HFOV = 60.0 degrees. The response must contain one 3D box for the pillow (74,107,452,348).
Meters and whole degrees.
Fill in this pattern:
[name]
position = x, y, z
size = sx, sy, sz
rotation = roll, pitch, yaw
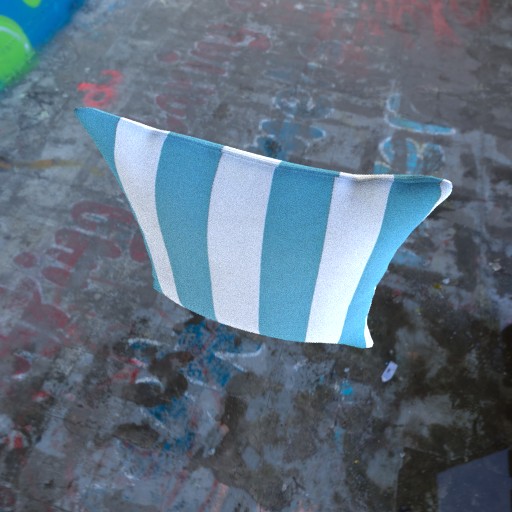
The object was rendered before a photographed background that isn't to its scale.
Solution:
[pillow]
position = 0.000, 0.000, 0.800
size = 0.536, 0.526, 0.189
rotation = 13, 58, 8
